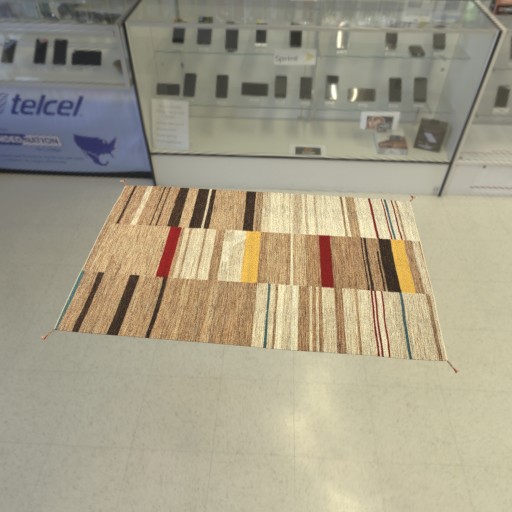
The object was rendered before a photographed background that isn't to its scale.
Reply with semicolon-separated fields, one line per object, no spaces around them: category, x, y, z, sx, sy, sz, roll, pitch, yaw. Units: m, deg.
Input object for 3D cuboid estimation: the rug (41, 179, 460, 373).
rug;0.000;0.000;2.416;1.918;0.007;1.268;4;45;4
